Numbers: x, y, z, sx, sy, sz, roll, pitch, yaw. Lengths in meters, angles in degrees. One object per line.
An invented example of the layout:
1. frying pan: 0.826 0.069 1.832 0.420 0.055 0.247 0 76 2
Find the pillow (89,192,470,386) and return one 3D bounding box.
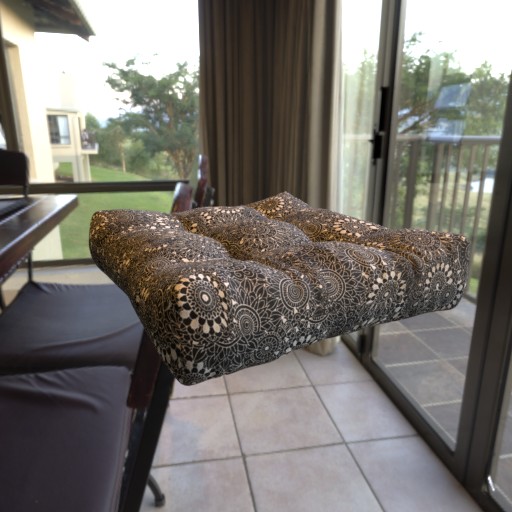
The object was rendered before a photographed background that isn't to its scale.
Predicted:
1. pillow: 0.000 0.000 0.739 0.468 0.128 0.490 -9 19 -28
